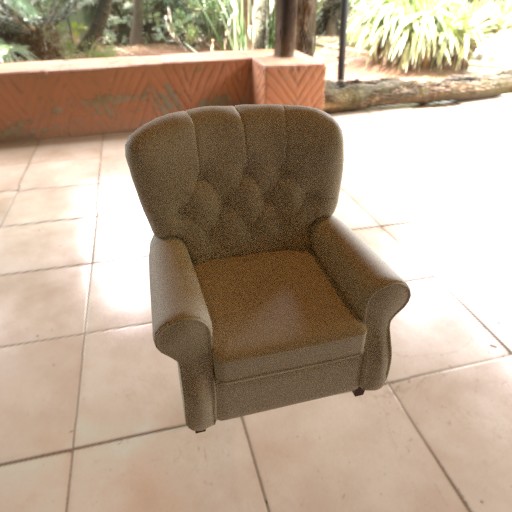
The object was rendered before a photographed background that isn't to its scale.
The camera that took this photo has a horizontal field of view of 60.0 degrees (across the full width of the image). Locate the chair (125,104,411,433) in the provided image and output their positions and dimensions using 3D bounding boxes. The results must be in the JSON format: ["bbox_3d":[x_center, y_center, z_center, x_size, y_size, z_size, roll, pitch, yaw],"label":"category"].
[{"bbox_3d":[0.000,0.000,2.067,1.035,1.169,1.132,-8,33,-13],"label":"chair"}]
